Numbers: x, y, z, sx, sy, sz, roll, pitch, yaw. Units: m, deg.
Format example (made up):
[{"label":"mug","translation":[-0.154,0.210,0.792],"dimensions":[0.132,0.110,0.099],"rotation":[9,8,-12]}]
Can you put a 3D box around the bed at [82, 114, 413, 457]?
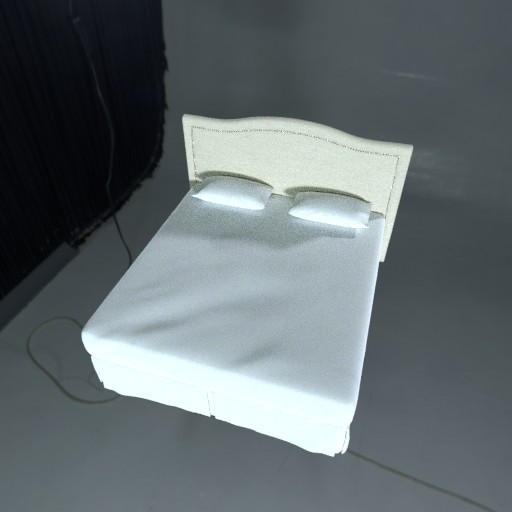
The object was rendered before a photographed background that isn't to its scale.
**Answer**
[{"label":"bed","translation":[0.000,0.000,3.564],"dimensions":[2.083,1.421,2.182],"rotation":[12,43,13]}]
